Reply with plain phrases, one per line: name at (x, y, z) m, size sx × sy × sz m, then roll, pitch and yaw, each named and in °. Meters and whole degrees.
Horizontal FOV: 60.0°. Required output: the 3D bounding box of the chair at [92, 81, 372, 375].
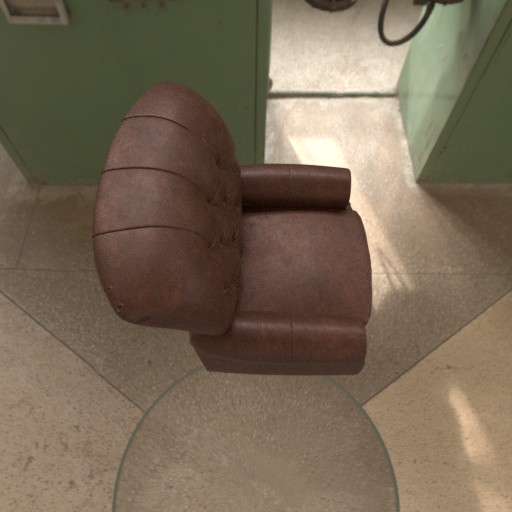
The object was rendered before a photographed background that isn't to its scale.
chair at (0.000, 0.000, 1.936) m, size 1.031 × 1.162 × 0.979 m, roll 1°, pitch 62°, yaw 1°
